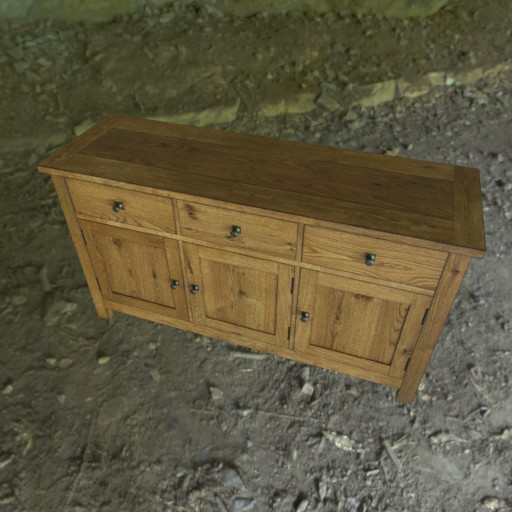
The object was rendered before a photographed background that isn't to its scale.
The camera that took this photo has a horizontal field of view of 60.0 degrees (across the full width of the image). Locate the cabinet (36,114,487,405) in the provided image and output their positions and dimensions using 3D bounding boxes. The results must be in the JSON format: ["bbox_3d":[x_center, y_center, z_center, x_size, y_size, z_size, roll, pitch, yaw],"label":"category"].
[{"bbox_3d":[0.000,0.000,1.808,1.474,0.813,0.480,12,42,14],"label":"cabinet"}]
